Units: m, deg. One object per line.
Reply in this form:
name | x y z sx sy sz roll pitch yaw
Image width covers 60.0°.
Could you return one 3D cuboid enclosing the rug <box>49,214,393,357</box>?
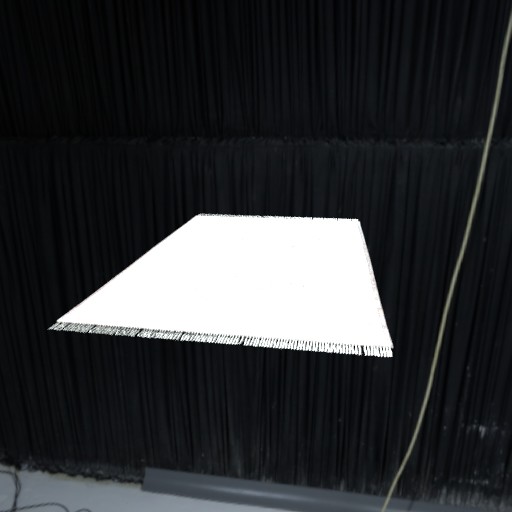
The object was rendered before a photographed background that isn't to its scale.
rug | 0.000 0.000 3.033 1.528 0.010 2.440 3 18 9
